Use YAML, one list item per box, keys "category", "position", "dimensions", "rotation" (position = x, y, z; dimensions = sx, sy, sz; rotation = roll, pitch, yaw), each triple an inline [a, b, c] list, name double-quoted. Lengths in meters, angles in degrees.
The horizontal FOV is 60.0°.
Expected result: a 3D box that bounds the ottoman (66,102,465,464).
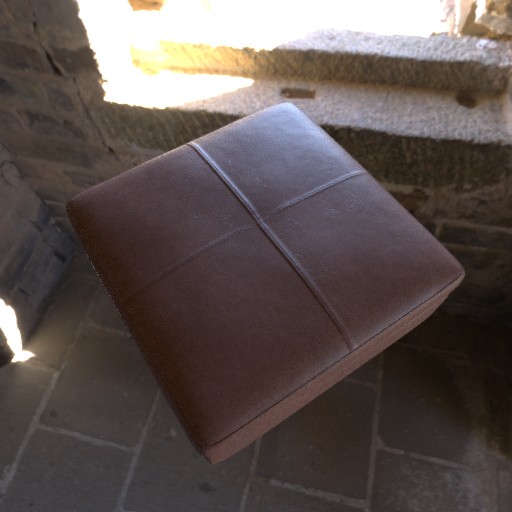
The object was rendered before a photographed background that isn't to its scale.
- category: "ottoman"
  position: [0.000, 0.000, 1.844]
  dimensions: [1.168, 0.490, 1.168]
  rotation: [-29, 63, -17]
